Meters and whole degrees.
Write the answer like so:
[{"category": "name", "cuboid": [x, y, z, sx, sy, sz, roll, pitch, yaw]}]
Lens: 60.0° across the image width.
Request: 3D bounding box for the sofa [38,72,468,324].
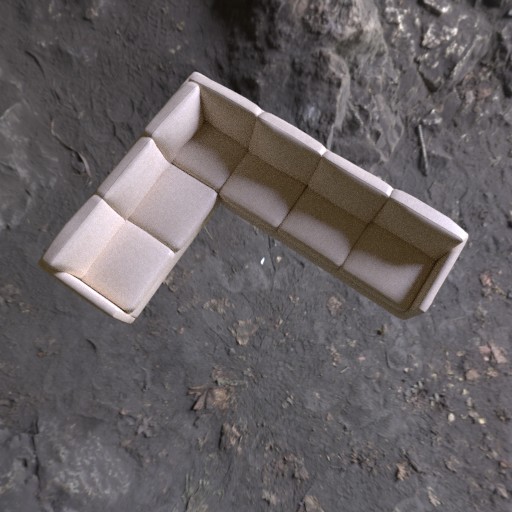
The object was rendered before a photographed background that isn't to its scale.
[{"category": "sofa", "cuboid": [0.000, 0.000, 4.436, 3.302, 0.947, 2.593, 33, 78, 8]}]
